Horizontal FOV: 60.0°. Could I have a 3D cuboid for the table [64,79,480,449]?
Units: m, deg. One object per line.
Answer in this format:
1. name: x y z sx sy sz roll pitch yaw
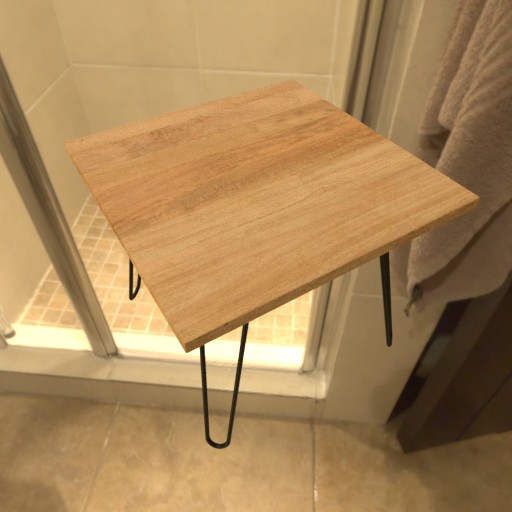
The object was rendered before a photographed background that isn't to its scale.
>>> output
1. table: 0.000 0.000 1.058 0.599 0.500 0.599 -24 50 -22
